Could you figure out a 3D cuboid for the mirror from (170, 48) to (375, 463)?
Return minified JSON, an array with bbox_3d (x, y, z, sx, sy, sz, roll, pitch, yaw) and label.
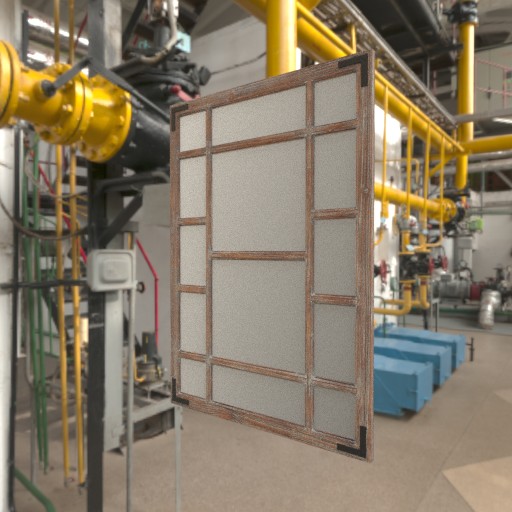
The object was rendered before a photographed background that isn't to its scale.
[{"bbox_3d":[0.000,0.000,1.281,0.705,0.996,0.025,1,1,37],"label":"mirror"}]
